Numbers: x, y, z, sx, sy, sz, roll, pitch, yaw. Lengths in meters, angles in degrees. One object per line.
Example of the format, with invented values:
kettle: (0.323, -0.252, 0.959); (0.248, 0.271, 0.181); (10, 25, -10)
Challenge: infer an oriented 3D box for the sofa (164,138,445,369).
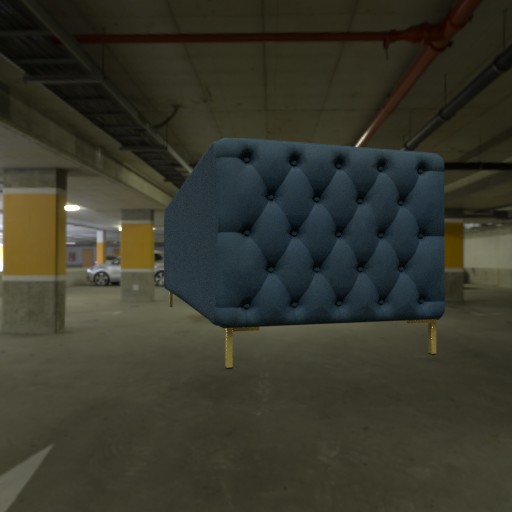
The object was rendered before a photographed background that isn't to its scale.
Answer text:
sofa: (0.000, 0.000, 2.582); (0.895, 0.771, 2.209); (0, -1, -16)
